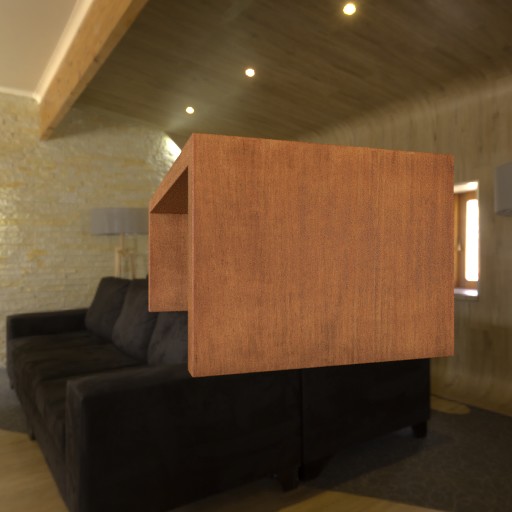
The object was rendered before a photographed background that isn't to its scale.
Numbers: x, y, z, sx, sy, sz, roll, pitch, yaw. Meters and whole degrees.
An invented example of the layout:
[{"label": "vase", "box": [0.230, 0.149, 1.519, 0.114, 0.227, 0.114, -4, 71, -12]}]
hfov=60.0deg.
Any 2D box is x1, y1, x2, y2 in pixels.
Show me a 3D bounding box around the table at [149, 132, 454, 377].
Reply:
[{"label": "table", "box": [0.000, 0.000, 1.317, 0.549, 0.419, 1.000, 0, 0, -18]}]
